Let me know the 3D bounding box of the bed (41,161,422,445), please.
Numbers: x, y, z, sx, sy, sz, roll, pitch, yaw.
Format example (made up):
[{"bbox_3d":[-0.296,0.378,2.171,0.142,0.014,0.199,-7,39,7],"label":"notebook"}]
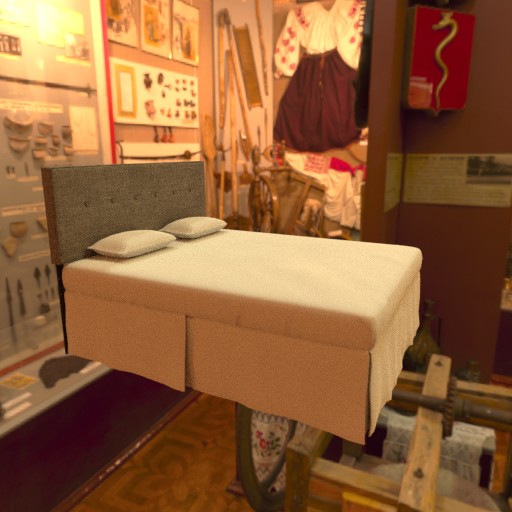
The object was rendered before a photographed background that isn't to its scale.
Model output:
[{"bbox_3d":[0.000,0.000,2.915,1.958,1.168,1.621,7,15,26],"label":"bed"}]
